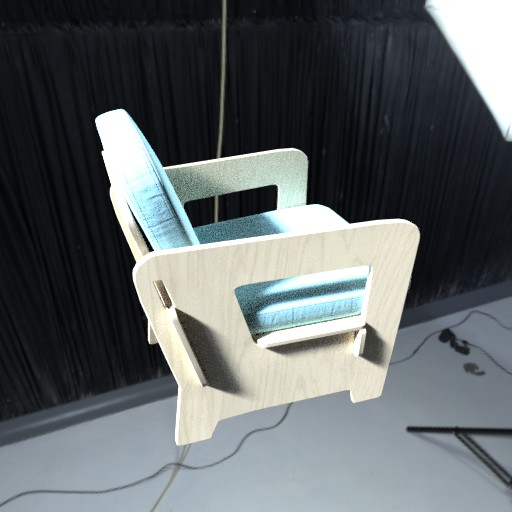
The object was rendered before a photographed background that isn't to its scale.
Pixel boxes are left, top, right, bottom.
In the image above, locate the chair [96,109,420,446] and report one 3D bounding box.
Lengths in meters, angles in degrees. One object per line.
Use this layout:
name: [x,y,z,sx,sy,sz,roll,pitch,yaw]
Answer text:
chair: [0.000,0.000,1.242,0.710,0.800,0.590,-11,33,-18]
